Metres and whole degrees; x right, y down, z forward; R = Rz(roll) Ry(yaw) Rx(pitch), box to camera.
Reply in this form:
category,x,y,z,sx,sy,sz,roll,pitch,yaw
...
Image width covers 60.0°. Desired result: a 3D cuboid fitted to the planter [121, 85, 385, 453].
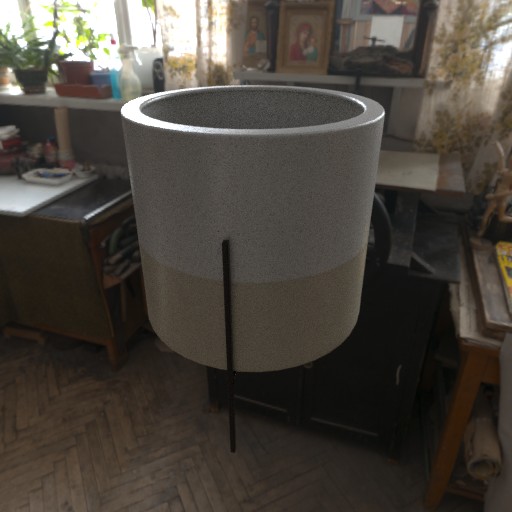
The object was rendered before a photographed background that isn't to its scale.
category,x,y,z,sx,sy,sz,roll,pitch,yaw
planter,0.000,0.000,0.731,0.368,0.484,0.359,-10,31,-18
